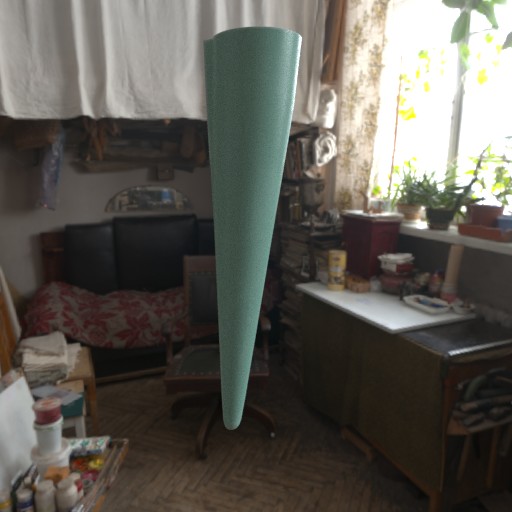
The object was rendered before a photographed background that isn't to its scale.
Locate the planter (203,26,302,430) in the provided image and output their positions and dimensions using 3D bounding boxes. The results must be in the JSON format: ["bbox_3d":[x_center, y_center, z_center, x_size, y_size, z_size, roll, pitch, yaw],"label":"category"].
[{"bbox_3d":[0.000,0.000,0.295,0.055,0.268,0.054,6,13,26],"label":"planter"}]
